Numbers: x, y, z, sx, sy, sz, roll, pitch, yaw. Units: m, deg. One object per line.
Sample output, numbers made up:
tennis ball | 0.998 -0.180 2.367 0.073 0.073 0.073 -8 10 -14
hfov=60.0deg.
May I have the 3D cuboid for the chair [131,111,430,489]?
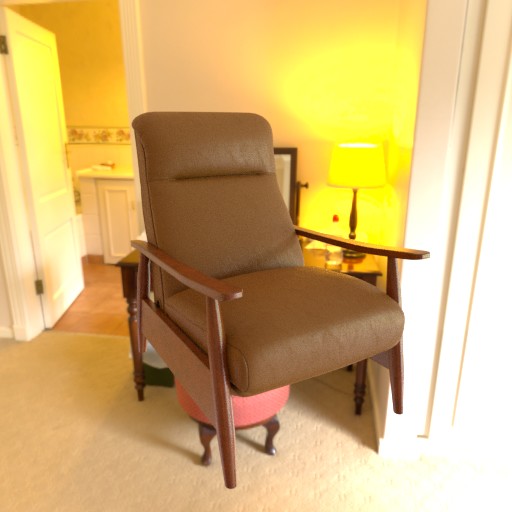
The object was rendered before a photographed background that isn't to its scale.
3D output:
chair | 0.000 0.000 1.723 0.762 1.082 1.014 -9 19 -28
